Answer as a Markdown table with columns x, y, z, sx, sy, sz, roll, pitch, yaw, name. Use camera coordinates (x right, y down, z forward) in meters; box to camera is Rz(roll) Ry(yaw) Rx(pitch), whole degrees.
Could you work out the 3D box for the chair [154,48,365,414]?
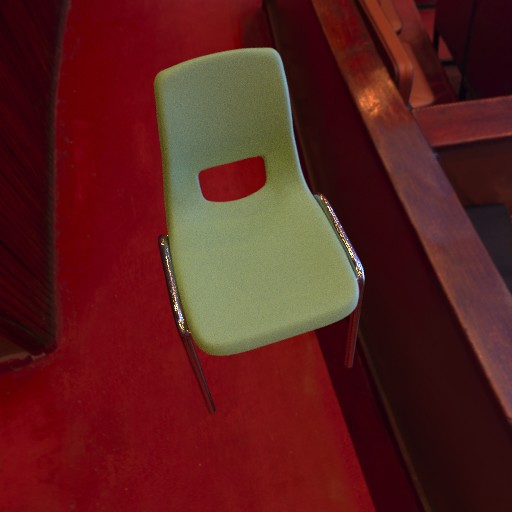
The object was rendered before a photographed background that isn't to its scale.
| x | y | z | sx | sy | sz | roll | pitch | yaw | name |
| --- | --- | --- | --- | --- | --- | --- | --- | --- | --- |
| 0.000 | 0.000 | 0.914 | 0.381 | 0.653 | 0.436 | -16 | 63 | -8 | chair |
